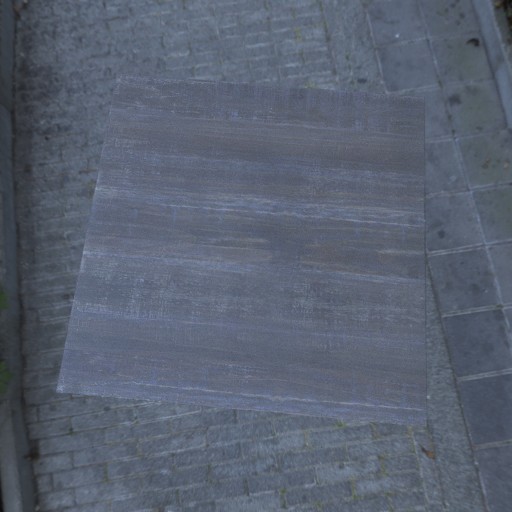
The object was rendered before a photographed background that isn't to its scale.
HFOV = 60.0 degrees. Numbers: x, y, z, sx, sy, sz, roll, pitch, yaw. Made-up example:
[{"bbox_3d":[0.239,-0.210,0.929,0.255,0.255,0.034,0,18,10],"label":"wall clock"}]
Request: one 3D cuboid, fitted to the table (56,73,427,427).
[{"bbox_3d":[0.000,0.000,1.107,0.696,0.400,0.696,5,76,1],"label":"table"}]
